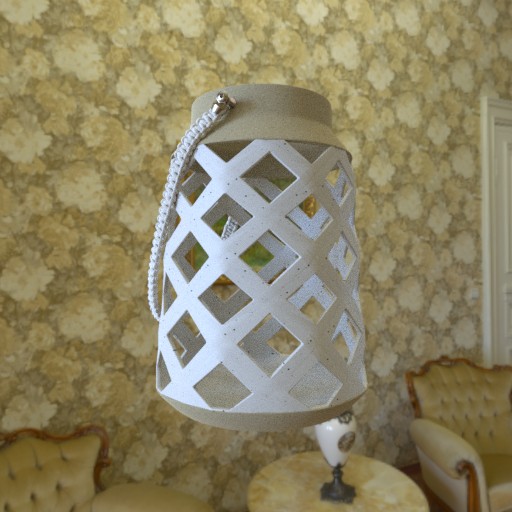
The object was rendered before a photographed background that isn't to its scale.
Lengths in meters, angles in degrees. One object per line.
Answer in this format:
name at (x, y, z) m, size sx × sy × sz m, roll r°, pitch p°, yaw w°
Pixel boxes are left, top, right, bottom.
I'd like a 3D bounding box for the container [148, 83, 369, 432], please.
container at (0.000, 0.000, 0.349) m, size 0.172 × 0.229 × 0.163 m, roll 0°, pitch 0°, yaw 19°
